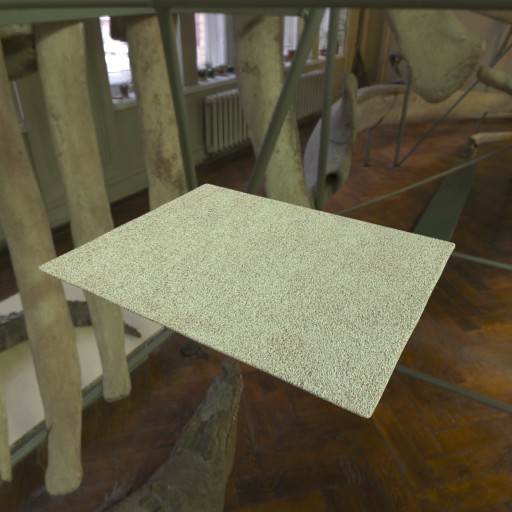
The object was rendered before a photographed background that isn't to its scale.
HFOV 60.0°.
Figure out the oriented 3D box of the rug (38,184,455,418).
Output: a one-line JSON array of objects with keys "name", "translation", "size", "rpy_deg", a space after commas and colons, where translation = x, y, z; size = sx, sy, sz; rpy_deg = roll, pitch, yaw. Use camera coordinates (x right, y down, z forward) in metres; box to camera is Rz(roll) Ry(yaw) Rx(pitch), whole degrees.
[{"name": "rug", "translation": [0.000, 0.000, 4.102], "size": [3.047, 0.029, 2.438], "rpy_deg": [17, 34, 27]}]
